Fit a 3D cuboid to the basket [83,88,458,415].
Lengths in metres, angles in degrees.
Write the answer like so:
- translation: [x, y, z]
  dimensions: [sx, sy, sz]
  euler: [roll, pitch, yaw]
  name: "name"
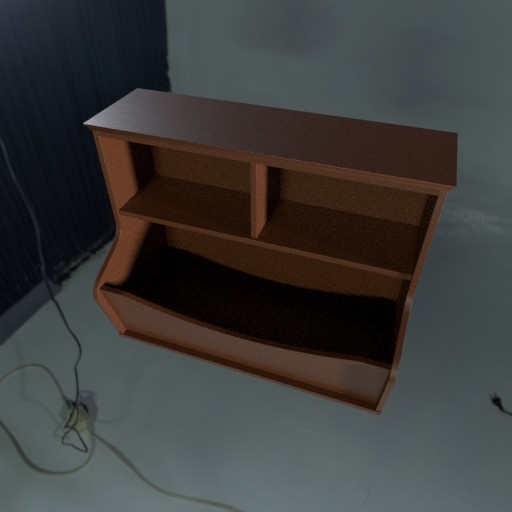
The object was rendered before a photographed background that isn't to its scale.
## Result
- translation: [0.000, 0.000, 1.128]
  dimensions: [0.792, 0.625, 0.376]
  euler: [13, 42, 15]
  name: "basket"
